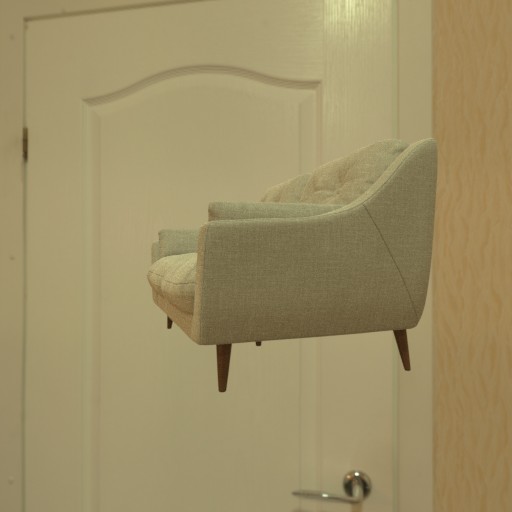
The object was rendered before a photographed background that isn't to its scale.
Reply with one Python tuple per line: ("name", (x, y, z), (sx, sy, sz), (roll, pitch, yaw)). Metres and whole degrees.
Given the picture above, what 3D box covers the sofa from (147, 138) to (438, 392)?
("sofa", (0.000, 0.000, 2.188), (0.965, 0.888, 1.652), (0, 0, -18))
